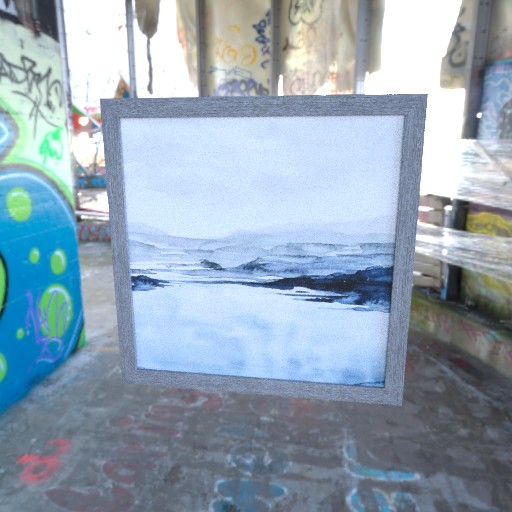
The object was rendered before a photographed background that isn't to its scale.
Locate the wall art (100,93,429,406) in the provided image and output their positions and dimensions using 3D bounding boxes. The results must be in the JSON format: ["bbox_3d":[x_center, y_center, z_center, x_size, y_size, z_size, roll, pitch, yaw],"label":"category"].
[{"bbox_3d":[0.000,0.000,1.004,0.685,0.685,0.020,2,14,8],"label":"wall art"}]
